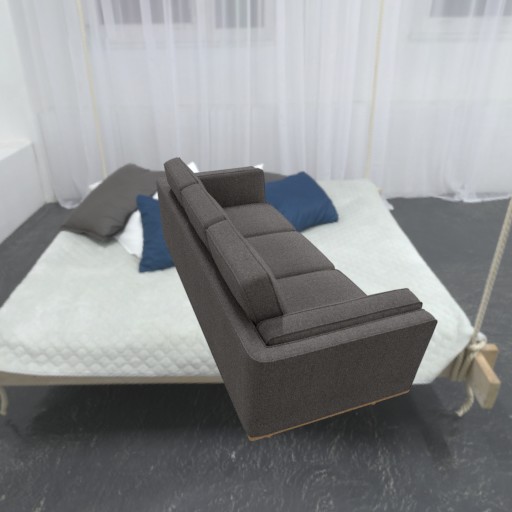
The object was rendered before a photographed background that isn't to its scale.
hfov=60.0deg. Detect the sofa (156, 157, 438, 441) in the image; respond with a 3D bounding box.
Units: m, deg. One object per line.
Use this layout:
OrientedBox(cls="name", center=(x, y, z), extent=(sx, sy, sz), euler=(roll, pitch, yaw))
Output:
OrientedBox(cls="sofa", center=(0.000, 0.000, 2.897), extent=(0.903, 0.899, 2.362), euler=(-10, 30, -18))
